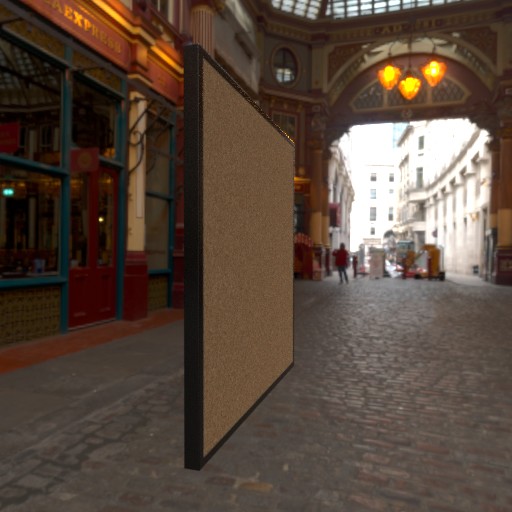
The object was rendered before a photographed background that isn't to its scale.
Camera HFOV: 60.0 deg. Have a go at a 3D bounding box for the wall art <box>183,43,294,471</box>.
[{"bbox_3d":[0.000,0.000,0.530,0.014,0.349,0.349,0,1,18],"label":"wall art"}]
